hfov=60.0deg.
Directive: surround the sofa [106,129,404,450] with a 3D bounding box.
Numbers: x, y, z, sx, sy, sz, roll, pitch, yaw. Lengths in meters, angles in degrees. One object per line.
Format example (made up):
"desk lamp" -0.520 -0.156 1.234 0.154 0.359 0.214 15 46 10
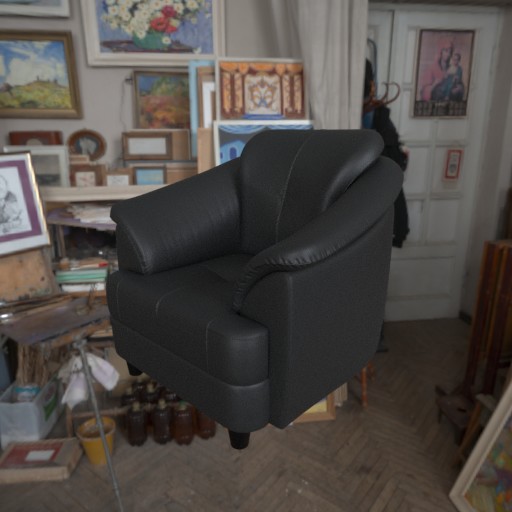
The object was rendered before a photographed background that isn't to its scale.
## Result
"sofa" 0.000 0.000 1.474 0.870 0.811 0.794 15 22 42
